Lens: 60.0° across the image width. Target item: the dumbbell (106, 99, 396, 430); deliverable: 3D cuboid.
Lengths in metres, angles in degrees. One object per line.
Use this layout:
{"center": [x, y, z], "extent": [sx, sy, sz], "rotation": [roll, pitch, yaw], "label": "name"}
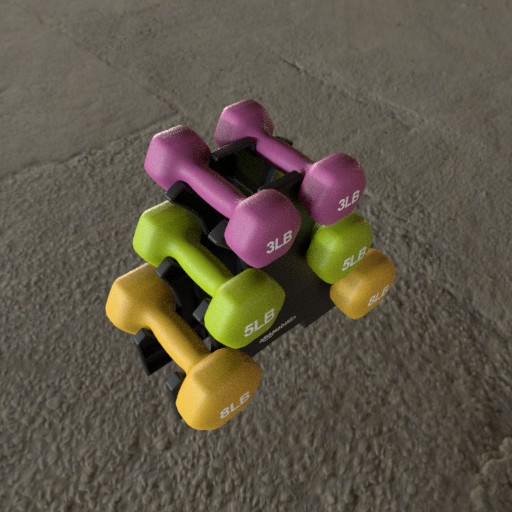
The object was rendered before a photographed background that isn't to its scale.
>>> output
{"center": [0.000, 0.000, 0.473], "extent": [0.300, 0.271, 0.190], "rotation": [-31, 54, -26], "label": "dumbbell"}
